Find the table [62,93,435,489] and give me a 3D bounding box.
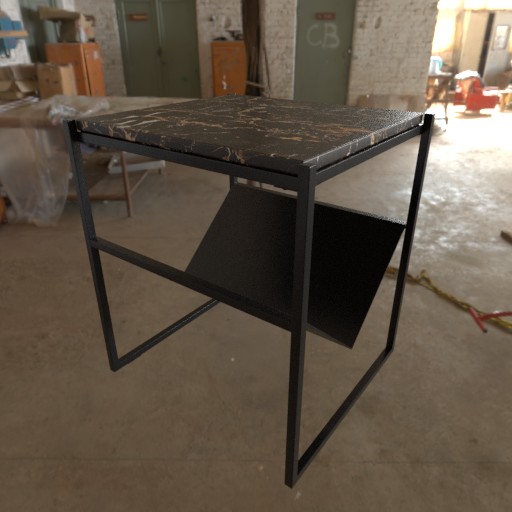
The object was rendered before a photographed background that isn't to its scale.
[{"bbox_3d":[0.000,0.000,0.874,0.469,0.534,0.432,19,32,32],"label":"table"}]
